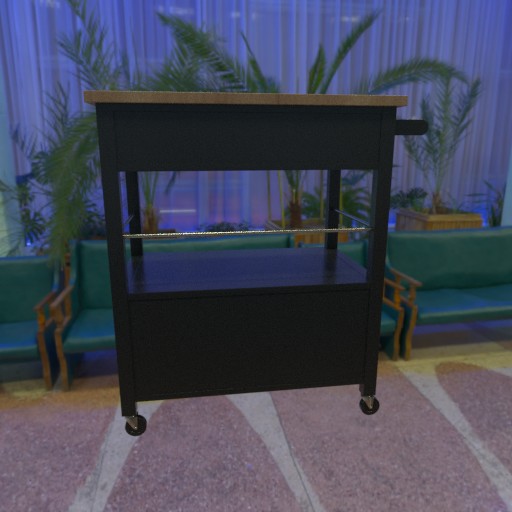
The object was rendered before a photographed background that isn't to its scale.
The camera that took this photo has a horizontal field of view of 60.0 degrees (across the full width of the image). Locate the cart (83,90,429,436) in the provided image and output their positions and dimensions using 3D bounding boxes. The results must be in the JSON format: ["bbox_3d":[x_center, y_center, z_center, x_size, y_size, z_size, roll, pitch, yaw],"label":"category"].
[{"bbox_3d":[0.000,0.000,1.368,0.840,0.901,0.459,-2,14,-8],"label":"cart"}]
